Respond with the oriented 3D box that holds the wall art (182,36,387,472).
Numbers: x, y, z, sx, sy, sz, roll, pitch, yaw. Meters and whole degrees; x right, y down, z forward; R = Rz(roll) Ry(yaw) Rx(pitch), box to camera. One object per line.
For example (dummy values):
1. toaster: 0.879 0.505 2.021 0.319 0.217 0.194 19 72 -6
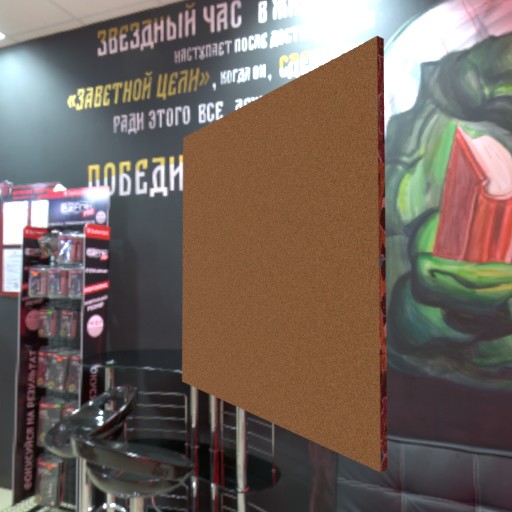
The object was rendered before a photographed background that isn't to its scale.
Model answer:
1. wall art: 0.000 0.000 0.578 0.010 0.406 0.404 1 -2 -36
